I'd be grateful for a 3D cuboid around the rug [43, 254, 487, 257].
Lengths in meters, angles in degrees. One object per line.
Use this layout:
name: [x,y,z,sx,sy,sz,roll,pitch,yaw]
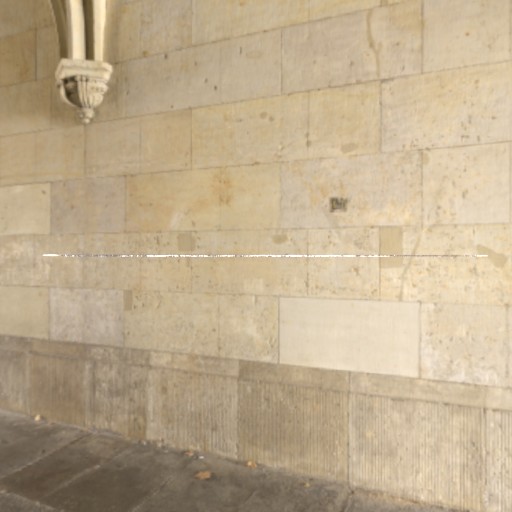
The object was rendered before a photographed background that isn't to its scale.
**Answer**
rug: [0.000,0.000,2.977,2.440,0.010,1.529,0,0,-19]
